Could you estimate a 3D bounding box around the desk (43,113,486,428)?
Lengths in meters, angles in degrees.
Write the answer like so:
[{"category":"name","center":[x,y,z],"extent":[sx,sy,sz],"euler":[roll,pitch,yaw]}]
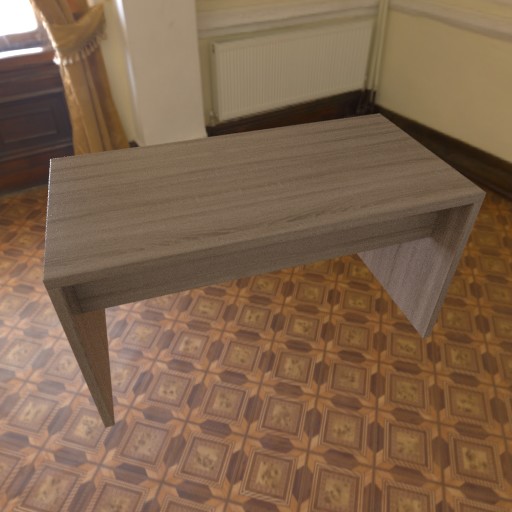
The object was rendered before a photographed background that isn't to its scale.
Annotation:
[{"category":"desk","center":[0.000,0.000,1.796],"extent":[1.380,0.745,0.690],"euler":[-12,42,-14]}]
